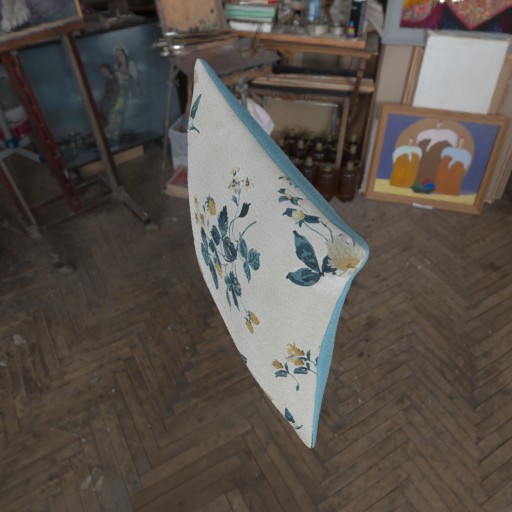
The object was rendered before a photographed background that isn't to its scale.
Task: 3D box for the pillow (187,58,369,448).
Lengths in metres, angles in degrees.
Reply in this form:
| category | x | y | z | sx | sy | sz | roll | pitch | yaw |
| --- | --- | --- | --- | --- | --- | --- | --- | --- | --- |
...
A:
| category | x | y | z | sx | sy | sz | roll | pitch | yaw |
| --- | --- | --- | --- | --- | --- | --- | --- | --- | --- |
| pillow | 0.000 | 0.000 | 0.789 | 0.166 | 0.507 | 0.526 | -18 | 49 | -16 |
